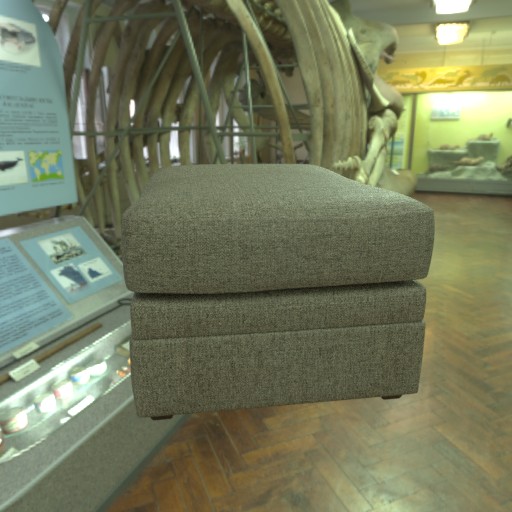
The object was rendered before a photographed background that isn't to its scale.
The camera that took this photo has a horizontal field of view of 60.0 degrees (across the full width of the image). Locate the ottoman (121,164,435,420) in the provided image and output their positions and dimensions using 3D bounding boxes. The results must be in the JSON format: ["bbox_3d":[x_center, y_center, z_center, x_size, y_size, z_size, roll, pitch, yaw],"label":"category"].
[{"bbox_3d":[0.000,0.000,1.277,0.637,0.478,0.885,-2,16,-8],"label":"ottoman"}]
